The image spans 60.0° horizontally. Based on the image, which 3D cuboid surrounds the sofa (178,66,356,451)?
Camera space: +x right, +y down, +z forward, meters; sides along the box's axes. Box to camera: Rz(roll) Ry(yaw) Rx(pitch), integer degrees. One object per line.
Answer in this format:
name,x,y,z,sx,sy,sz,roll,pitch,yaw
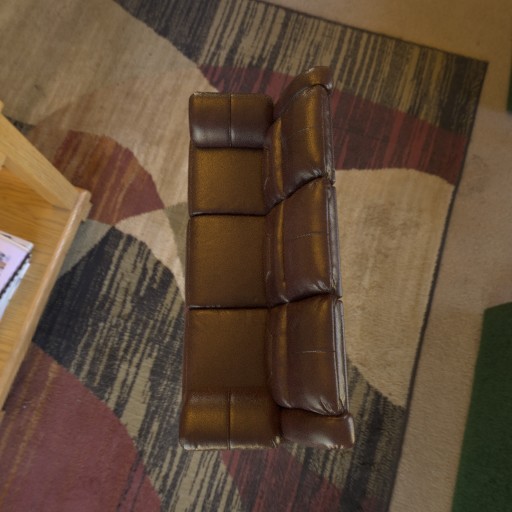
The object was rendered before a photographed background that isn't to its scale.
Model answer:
sofa,0.000,0.000,2.894,0.991,1.043,2.337,-1,76,0
